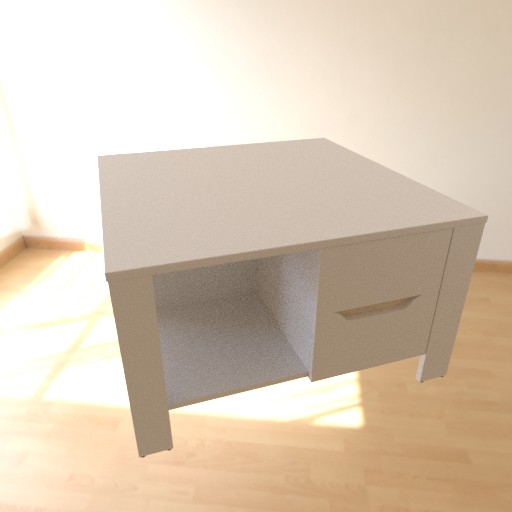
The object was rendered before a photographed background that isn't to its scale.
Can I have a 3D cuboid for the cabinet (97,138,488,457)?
[{"bbox_3d":[0.000,0.000,1.293,0.800,0.460,0.800,-9,29,-16],"label":"cabinet"}]
